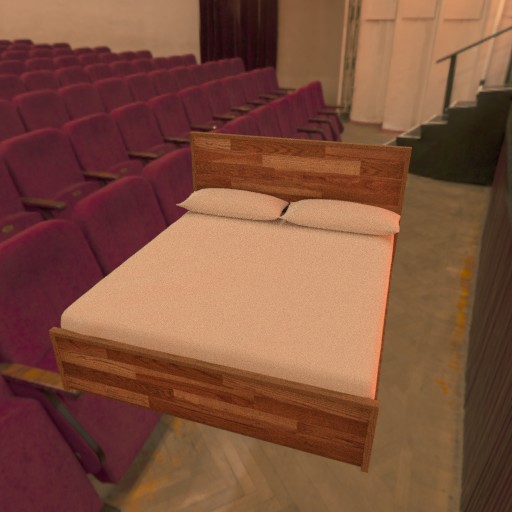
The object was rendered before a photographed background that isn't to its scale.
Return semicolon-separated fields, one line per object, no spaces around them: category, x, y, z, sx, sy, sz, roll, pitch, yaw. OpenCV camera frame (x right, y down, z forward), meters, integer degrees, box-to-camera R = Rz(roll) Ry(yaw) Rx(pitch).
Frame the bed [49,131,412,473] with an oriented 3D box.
bed;0.000;0.000;3.342;2.013;1.295;2.184;9;28;16
